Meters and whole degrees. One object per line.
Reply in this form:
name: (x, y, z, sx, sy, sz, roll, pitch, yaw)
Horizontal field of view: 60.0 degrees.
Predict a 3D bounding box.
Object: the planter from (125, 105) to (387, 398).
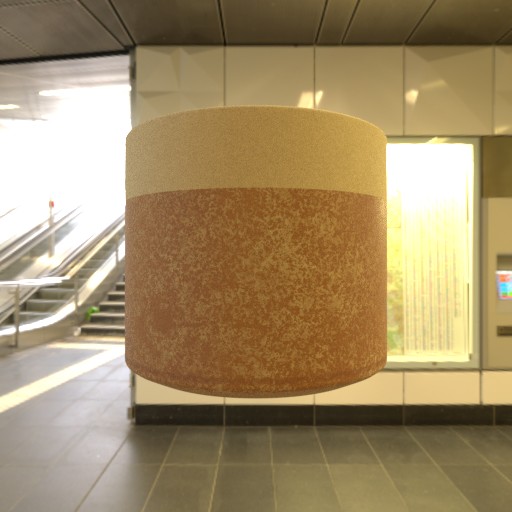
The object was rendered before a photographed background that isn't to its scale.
planter: (0.000, 0.000, 0.279, 0.159, 0.138, 0.159, 0, 0, 0)
